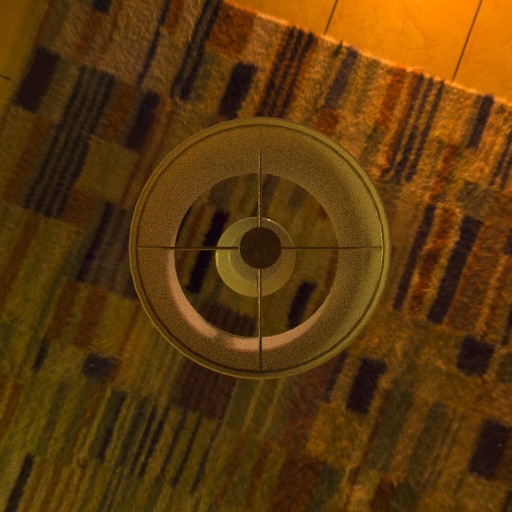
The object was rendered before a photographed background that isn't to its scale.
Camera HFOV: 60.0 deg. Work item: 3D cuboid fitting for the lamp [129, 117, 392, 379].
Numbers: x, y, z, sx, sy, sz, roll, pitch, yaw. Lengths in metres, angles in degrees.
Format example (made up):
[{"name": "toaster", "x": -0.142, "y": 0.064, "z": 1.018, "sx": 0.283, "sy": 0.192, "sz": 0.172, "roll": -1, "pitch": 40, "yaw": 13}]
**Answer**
[{"name": "lamp", "x": 0.000, "y": 0.000, "z": 0.602, "sx": 0.212, "sy": 0.493, "sz": 0.212, "roll": 0, "pitch": 88, "yaw": -1}]
